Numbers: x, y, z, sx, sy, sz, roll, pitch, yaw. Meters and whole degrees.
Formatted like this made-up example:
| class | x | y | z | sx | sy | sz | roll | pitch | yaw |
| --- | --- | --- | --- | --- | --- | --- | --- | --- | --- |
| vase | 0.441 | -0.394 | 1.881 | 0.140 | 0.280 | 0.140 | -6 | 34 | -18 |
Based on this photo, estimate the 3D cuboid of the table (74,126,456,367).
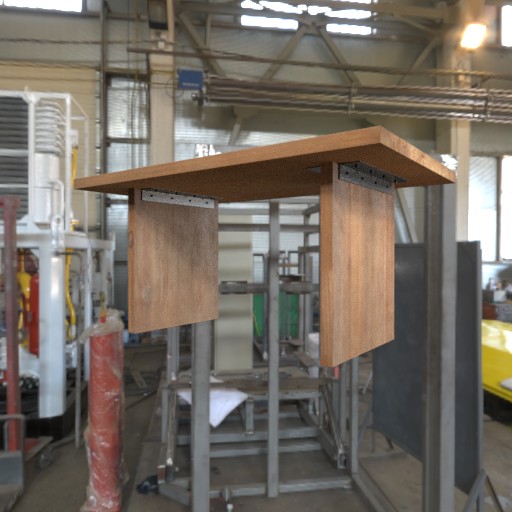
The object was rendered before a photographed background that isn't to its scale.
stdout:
| class | x | y | z | sx | sy | sz | roll | pitch | yaw |
| --- | --- | --- | --- | --- | --- | --- | --- | --- | --- |
| table | 0.000 | 0.000 | 2.160 | 1.609 | 0.780 | 0.946 | 0 | 1 | 37 |
